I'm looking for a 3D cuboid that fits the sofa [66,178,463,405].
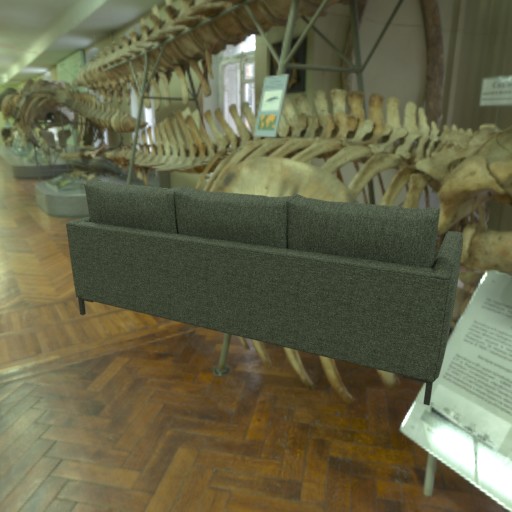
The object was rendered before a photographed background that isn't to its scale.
[{"bbox_3d":[0.000,0.000,2.700,2.253,0.879,0.876,8,19,26],"label":"sofa"}]
